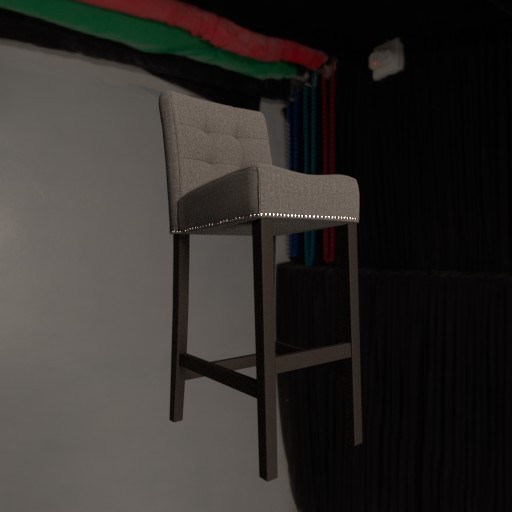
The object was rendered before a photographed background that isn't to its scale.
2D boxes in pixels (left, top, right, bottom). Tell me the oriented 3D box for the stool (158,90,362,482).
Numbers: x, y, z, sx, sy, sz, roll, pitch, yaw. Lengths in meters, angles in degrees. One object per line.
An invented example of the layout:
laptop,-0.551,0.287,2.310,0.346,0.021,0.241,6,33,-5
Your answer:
stool,0.000,0.000,1.347,0.411,1.047,0.548,-1,1,-37
